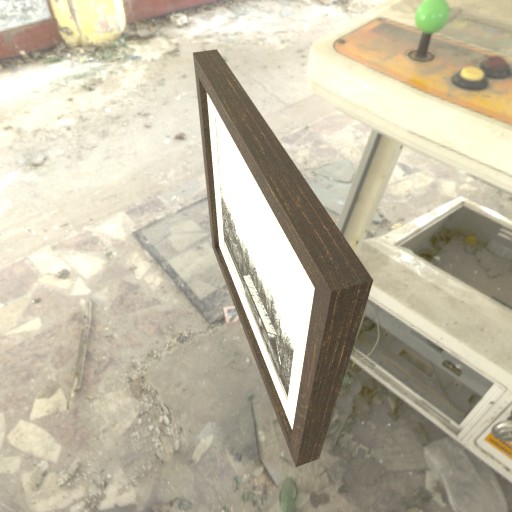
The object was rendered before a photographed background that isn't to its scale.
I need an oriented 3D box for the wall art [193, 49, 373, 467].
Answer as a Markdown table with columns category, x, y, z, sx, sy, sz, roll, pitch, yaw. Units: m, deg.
| category | x | y | z | sx | sy | sz | roll | pitch | yaw |
| --- | --- | --- | --- | --- | --- | --- | --- | --- | --- |
| wall art | 0.000 | 0.000 | 0.526 | 0.031 | 0.330 | 0.381 | -14 | 49 | -13 |
